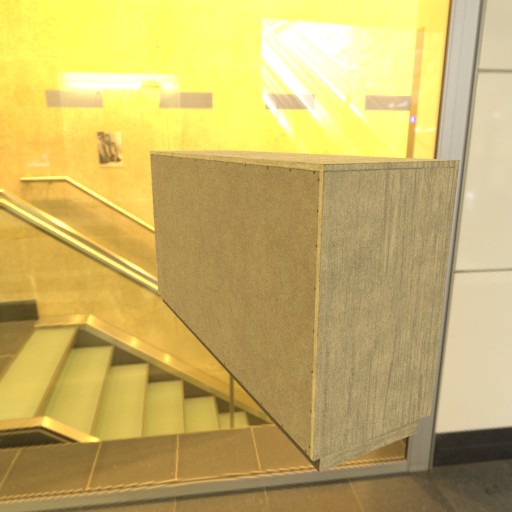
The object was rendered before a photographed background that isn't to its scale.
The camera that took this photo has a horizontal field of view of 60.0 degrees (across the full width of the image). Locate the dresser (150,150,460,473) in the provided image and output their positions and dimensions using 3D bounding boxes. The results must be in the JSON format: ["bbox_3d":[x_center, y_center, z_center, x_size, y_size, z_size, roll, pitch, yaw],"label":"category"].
[{"bbox_3d":[0.000,0.000,1.984,0.483,0.889,1.628,-7,16,-27],"label":"dresser"}]
